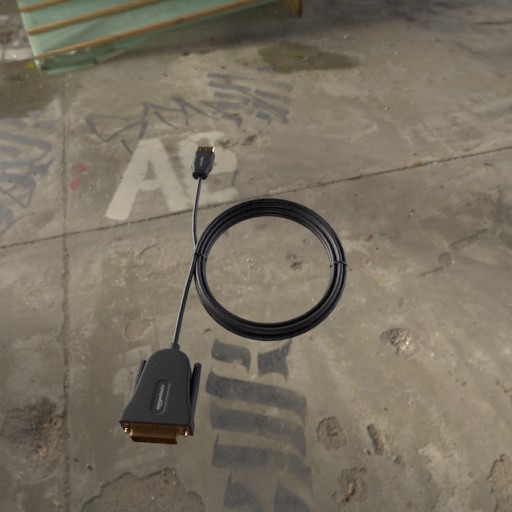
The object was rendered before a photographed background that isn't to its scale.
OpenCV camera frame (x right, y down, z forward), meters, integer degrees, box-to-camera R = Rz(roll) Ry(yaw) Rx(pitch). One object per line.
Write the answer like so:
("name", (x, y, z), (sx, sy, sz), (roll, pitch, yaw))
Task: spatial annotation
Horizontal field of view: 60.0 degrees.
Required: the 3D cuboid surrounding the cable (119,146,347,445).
("cable", (0.000, 0.000, 0.335), (0.136, 0.015, 0.281), (3, 47, 2))
